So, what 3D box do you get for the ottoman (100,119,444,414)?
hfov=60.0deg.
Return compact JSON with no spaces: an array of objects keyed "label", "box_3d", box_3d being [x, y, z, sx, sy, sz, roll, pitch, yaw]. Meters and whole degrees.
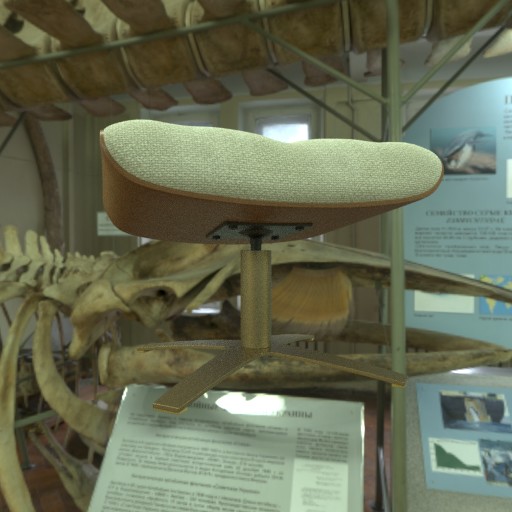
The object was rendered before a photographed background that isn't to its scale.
[{"label":"ottoman","box_3d":[0.000,0.000,0.793,0.520,0.391,0.394,0,1,-18]}]
